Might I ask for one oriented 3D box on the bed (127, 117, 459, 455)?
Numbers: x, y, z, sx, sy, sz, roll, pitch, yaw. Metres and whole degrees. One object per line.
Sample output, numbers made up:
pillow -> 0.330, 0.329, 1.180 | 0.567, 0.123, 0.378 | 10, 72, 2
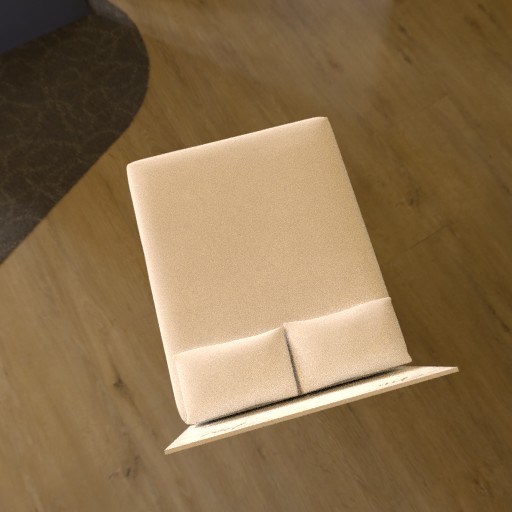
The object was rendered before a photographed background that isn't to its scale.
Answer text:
bed -> 0.000, 0.000, 3.200 | 1.745, 1.335, 2.094 | -15, 77, -4
